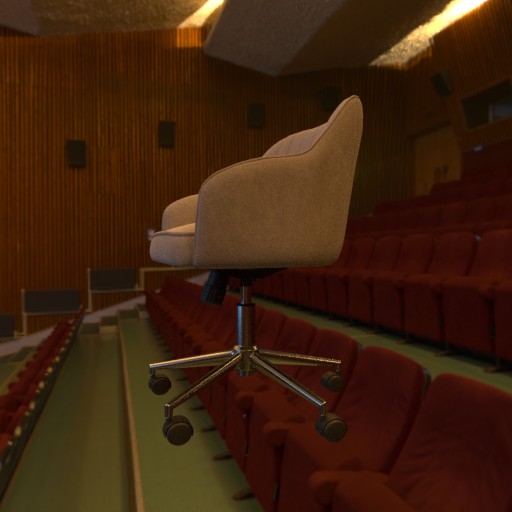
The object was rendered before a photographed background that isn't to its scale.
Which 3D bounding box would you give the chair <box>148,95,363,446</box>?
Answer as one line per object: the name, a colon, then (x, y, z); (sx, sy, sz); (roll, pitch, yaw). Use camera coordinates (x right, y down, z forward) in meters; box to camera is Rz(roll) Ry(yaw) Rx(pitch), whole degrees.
chair: (0.000, 0.000, 1.259); (0.573, 0.831, 0.635); (0, 1, -19)
